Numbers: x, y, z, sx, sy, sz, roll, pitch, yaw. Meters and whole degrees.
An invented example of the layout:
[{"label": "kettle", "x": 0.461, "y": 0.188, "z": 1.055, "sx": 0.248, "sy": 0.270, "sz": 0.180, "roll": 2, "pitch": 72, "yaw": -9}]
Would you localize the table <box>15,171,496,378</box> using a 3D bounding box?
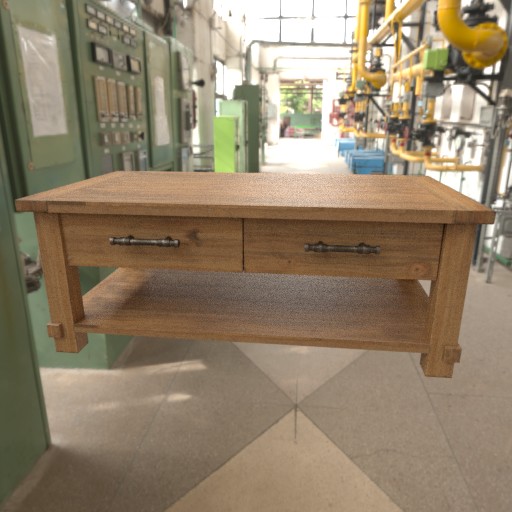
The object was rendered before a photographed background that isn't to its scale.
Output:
[{"label": "table", "x": 0.000, "y": 0.000, "z": 1.552, "sx": 1.270, "sy": 0.494, "sz": 0.693, "roll": 2, "pitch": 18, "yaw": 7}]
